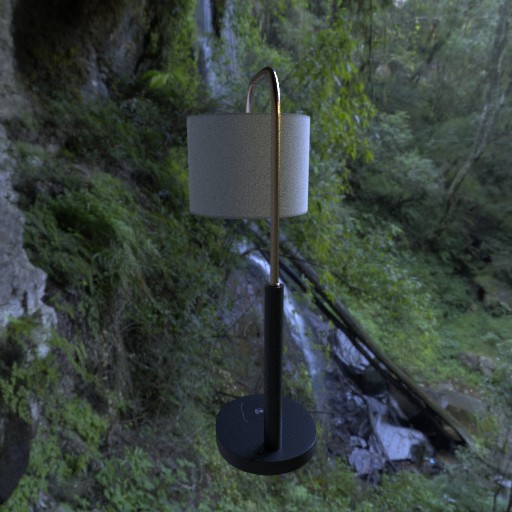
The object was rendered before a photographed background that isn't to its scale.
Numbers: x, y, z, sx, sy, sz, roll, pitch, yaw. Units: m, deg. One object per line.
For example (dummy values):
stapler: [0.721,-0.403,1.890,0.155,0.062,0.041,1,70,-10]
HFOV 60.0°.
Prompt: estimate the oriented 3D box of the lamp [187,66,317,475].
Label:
lamp: [0.000,0.000,0.708,0.199,0.540,0.337,-2,14,-10]
